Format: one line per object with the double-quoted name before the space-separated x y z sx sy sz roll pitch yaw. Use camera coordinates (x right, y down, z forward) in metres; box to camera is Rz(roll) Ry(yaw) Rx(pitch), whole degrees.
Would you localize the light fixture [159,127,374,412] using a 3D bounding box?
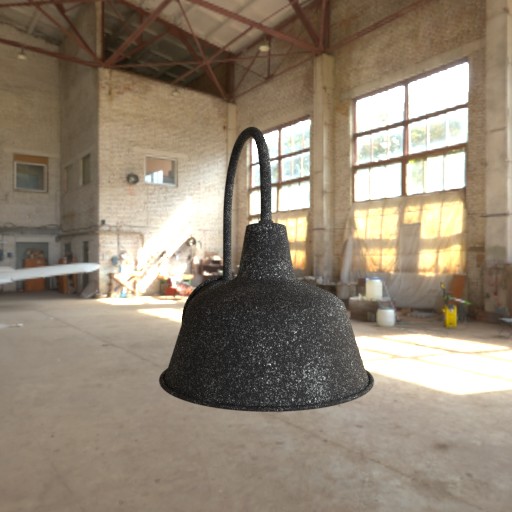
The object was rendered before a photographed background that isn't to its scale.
"light fixture" 0.000 0.000 0.490 0.216 0.300 0.283 0 0 -18
